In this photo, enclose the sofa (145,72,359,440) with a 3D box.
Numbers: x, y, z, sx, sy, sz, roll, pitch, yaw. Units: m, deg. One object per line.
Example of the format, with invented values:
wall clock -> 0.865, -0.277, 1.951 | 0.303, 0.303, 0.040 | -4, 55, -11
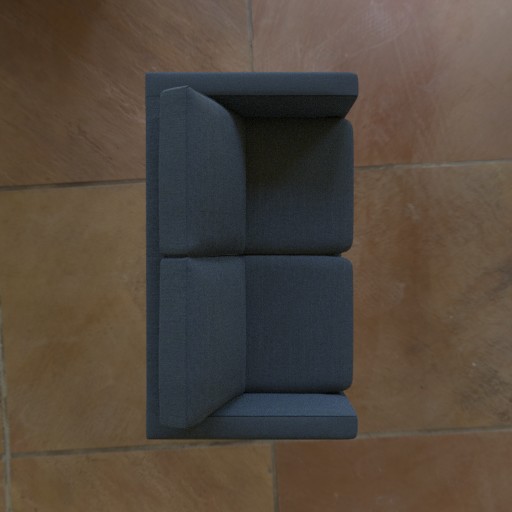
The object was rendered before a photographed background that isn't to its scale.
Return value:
sofa -> 0.000, 0.000, 2.251 | 0.999, 0.907, 1.659 | 0, 91, 0
